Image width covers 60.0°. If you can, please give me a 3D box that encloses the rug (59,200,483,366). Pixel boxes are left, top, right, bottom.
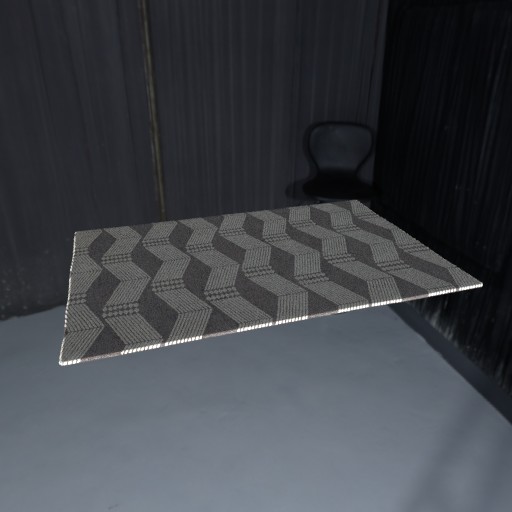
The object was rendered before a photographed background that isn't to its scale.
[{"bbox_3d":[0.000,0.000,2.317,1.833,0.016,1.210,-8,28,-15],"label":"rug"}]
